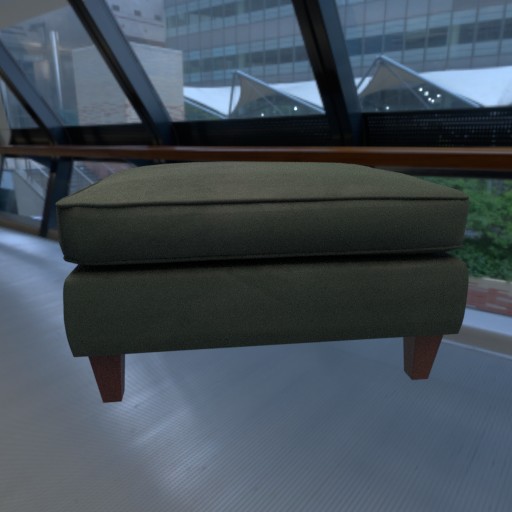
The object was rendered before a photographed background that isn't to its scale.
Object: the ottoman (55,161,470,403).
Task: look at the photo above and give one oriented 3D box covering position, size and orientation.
[{"bbox_3d":[0.000,0.000,1.214,0.864,0.495,0.632,-2,16,-7],"label":"ottoman"}]
